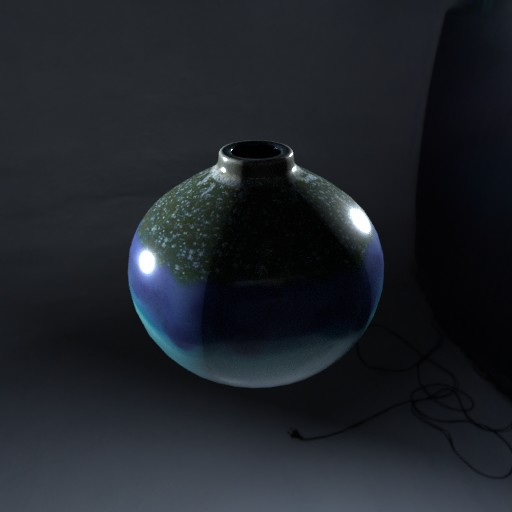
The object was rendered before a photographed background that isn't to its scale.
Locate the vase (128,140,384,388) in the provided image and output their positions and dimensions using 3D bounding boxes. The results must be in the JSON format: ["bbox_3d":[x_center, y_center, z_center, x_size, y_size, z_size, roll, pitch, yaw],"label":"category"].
[{"bbox_3d":[0.000,0.000,0.273,0.154,0.133,0.154,0,31,0],"label":"vase"}]
